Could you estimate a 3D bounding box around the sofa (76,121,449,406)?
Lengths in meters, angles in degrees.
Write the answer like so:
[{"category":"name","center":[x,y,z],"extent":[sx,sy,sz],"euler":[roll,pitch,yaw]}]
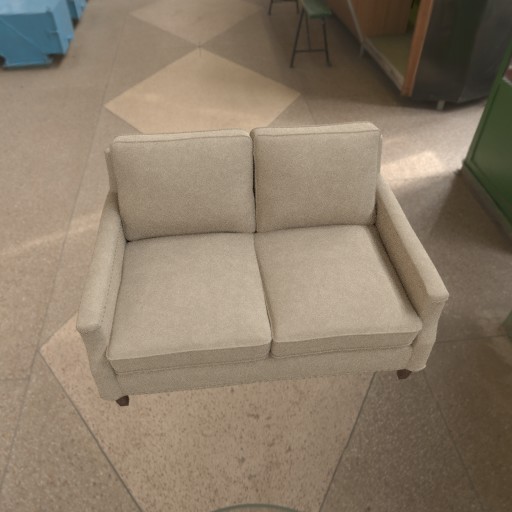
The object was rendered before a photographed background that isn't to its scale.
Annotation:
[{"category":"sofa","center":[0.000,0.000,2.268],"extent":[1.597,1.002,1.084],"euler":[-4,45,-4]}]
